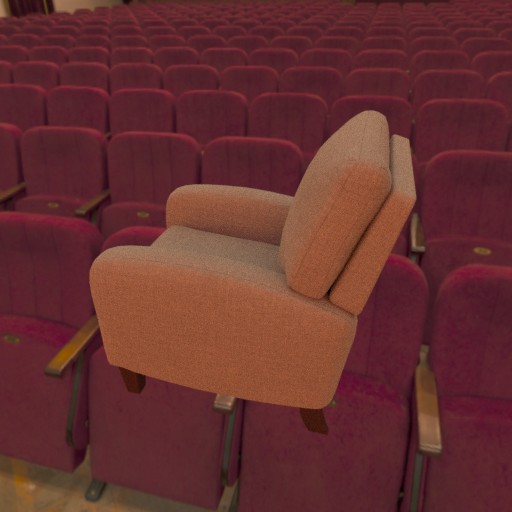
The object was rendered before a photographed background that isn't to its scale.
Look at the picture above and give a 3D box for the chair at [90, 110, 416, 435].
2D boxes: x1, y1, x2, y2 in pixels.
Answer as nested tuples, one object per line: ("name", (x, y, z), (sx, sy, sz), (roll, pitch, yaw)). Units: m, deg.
("chair", (0.000, 0.000, 1.666), (0.990, 0.990, 0.762), (8, 31, 13))
